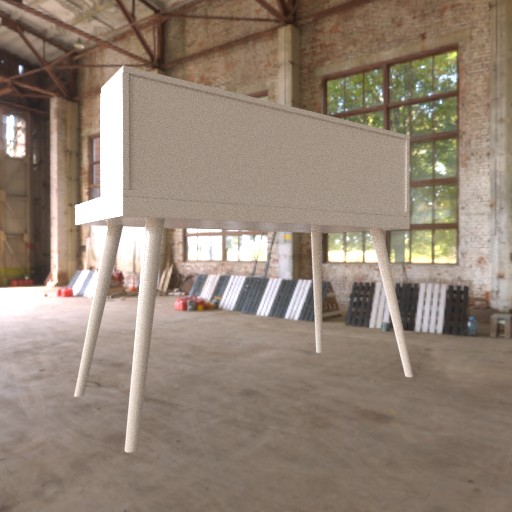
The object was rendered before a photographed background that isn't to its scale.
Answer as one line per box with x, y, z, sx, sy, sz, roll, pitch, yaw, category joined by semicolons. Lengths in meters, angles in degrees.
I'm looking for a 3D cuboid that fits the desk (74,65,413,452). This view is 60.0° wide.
0.000;0.000;1.692;1.199;0.990;0.559;0;1;-35;desk
